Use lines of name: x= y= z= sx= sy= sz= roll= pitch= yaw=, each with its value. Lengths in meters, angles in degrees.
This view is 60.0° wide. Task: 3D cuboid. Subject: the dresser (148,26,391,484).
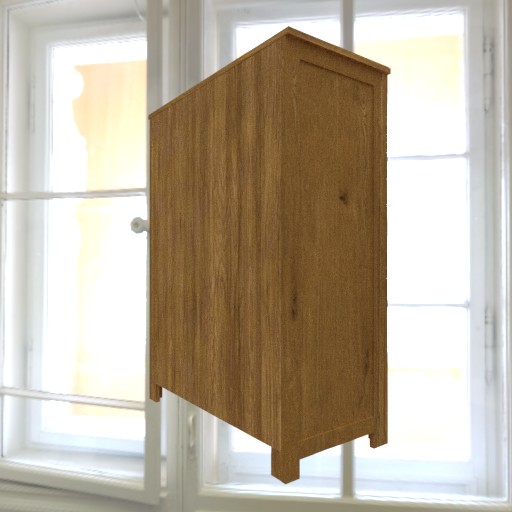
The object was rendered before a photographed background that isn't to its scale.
dresser: x=0.000 y=0.000 z=1.972 sx=0.558 sy=1.431 sz=1.081 roll=0 pitch=0 yaw=-37
